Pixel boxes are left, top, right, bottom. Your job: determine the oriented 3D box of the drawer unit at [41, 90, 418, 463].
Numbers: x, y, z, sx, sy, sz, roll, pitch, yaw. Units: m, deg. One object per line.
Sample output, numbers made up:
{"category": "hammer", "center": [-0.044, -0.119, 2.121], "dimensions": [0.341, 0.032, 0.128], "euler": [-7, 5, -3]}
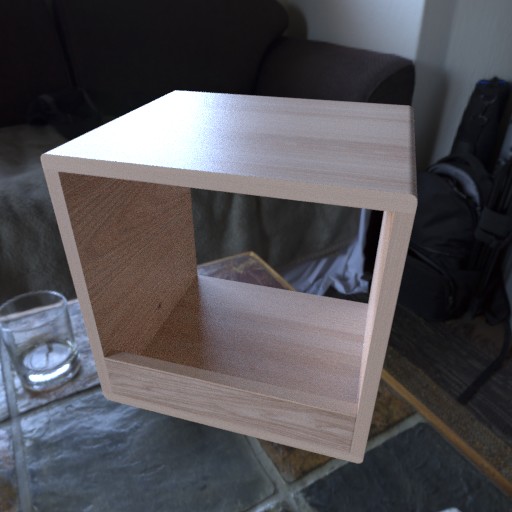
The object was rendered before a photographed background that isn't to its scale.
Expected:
{"category": "drawer unit", "center": [0.000, 0.000, 0.588], "dimensions": [0.344, 0.344, 0.290], "euler": [9, 33, 14]}
